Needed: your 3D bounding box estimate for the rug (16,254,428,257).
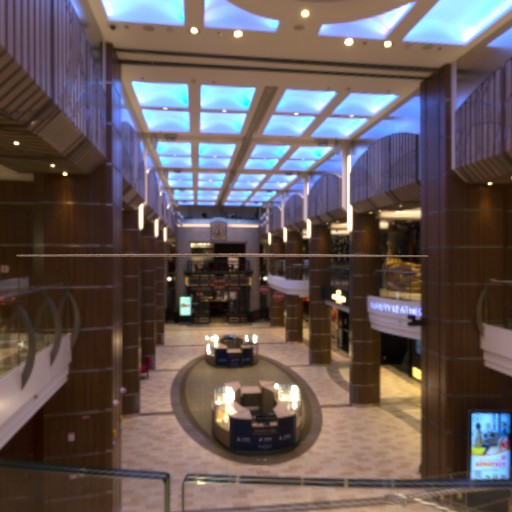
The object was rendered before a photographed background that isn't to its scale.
[{"bbox_3d":[0.000,0.000,2.285,1.221,0.006,1.827,0,0,36],"label":"rug"}]
